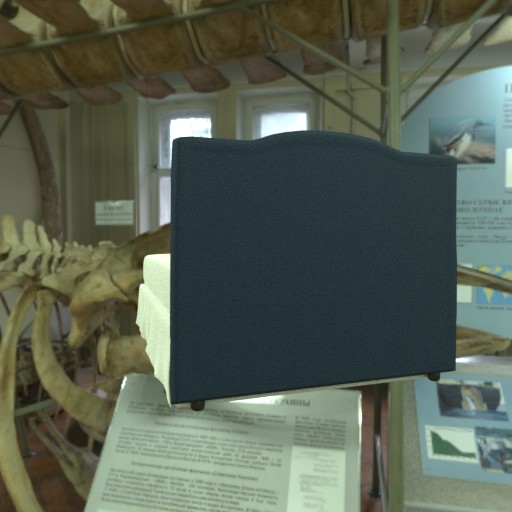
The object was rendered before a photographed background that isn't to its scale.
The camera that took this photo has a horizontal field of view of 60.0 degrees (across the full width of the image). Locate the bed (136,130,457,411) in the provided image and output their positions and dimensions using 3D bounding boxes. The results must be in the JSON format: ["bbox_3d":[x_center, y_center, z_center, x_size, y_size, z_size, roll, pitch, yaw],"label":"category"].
[{"bbox_3d":[0.000,0.000,3.565,1.741,1.441,2.507,-1,2,-19],"label":"bed"}]
